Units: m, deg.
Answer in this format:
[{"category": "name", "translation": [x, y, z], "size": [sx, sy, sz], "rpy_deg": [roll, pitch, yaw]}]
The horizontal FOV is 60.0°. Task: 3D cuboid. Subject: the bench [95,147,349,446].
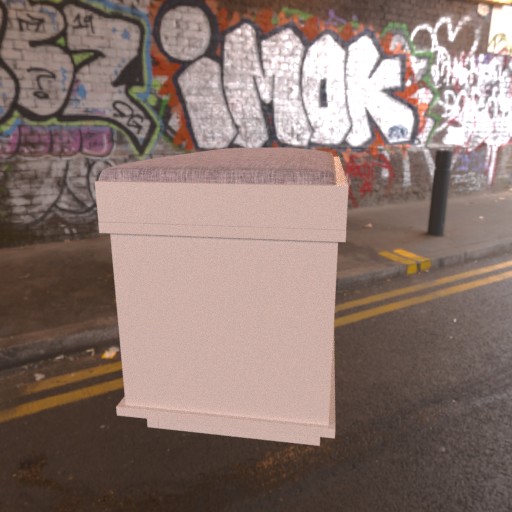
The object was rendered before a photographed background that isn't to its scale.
[{"category": "bench", "translation": [0.000, 0.000, 0.999], "size": [0.362, 0.461, 0.734], "rpy_deg": [3, 16, 9]}]
